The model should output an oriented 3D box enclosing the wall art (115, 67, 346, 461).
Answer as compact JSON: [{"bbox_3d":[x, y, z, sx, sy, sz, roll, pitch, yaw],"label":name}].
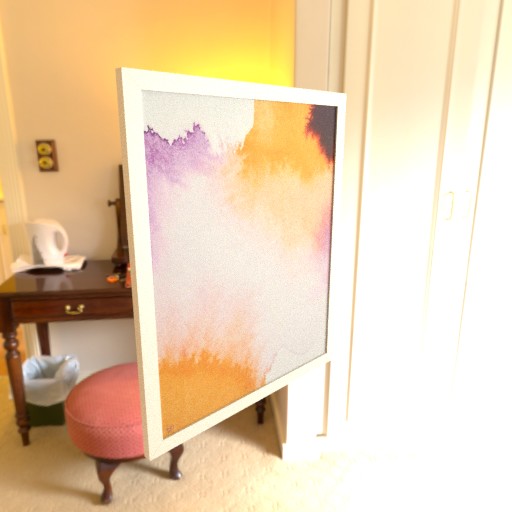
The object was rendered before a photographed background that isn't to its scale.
[{"bbox_3d":[0.000,0.000,0.627,0.382,0.456,0.013,-14,20,-42],"label":"wall art"}]
